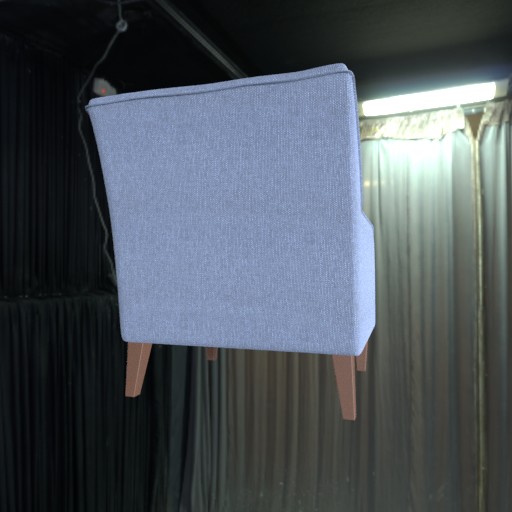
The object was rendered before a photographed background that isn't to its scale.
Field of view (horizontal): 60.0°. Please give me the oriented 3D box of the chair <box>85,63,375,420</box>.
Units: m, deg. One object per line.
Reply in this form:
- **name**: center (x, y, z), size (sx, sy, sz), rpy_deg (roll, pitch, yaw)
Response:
- **chair**: center (0.000, 0.000, 1.572), size (0.780, 0.919, 0.899), rpy_deg (-1, -2, 18)
